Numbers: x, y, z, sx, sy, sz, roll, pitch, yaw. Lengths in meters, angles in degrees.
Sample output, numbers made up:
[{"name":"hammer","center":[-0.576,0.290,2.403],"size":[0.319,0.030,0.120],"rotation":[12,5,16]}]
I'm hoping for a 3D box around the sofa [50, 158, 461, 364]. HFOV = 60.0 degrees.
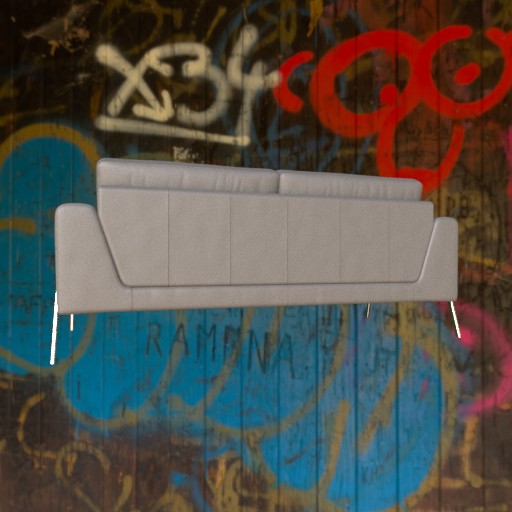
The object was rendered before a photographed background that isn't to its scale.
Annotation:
[{"name":"sofa","center":[0.000,0.000,2.515],"size":[2.017,0.875,0.953],"rotation":[0,-1,-18]}]
